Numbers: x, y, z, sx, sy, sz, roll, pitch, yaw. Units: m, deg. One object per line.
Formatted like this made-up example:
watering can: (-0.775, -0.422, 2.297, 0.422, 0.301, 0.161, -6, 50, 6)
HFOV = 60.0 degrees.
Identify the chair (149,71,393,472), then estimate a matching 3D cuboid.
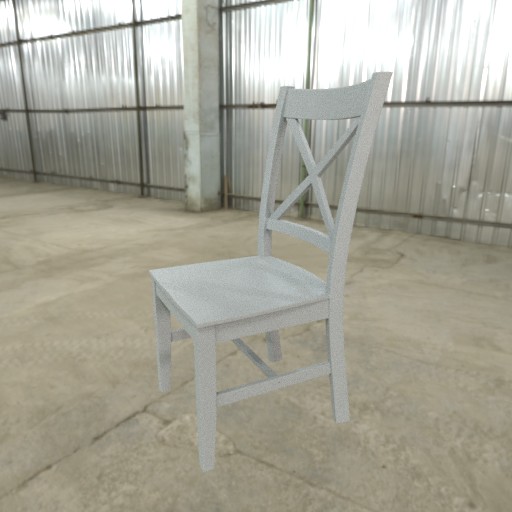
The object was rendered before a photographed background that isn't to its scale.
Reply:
chair: (0.000, 0.000, 1.303, 0.542, 0.983, 0.485, -8, 18, -26)
